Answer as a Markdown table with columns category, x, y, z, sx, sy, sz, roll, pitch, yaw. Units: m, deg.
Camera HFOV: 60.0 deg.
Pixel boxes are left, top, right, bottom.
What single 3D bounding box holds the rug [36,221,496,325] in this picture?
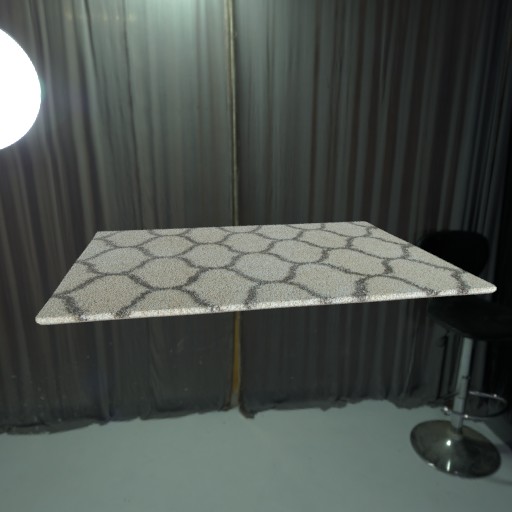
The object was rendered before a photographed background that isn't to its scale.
| category | x | y | z | sx | sy | sz | roll | pitch | yaw |
| --- | --- | --- | --- | --- | --- | --- | --- | --- | --- |
| rug | 0.000 | 0.000 | 2.060 | 1.600 | 0.025 | 1.200 | -3 | 17 | -10 |
